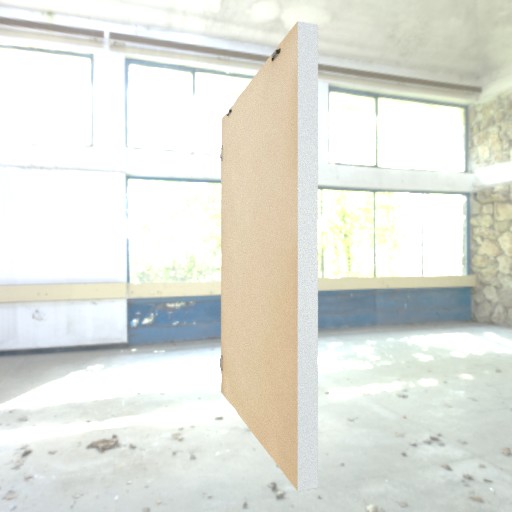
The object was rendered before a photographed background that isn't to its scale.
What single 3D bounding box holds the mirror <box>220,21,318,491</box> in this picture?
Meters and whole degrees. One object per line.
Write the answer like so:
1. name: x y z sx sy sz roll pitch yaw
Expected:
1. mirror: 0.000 0.000 0.915 0.039 0.710 0.507 0 0 -18
